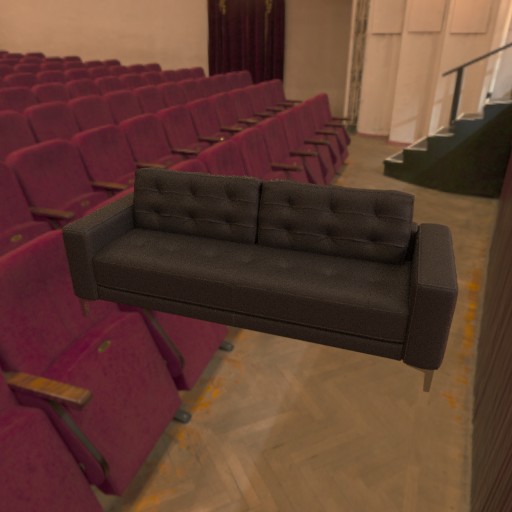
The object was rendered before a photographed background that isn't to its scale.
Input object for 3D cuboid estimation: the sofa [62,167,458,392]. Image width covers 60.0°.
[{"bbox_3d":[0.000,0.000,2.785,2.275,0.893,0.833,9,27,17],"label":"sofa"}]
